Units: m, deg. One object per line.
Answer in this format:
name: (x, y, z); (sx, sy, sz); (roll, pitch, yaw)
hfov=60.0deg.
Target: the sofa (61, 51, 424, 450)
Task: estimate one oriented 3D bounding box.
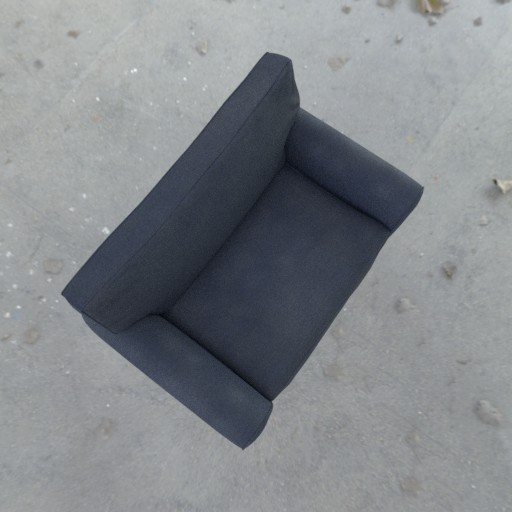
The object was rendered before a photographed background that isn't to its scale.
sofa: (0.000, 0.000, 2.069); (0.938, 1.004, 1.405); (35, 78, 9)
